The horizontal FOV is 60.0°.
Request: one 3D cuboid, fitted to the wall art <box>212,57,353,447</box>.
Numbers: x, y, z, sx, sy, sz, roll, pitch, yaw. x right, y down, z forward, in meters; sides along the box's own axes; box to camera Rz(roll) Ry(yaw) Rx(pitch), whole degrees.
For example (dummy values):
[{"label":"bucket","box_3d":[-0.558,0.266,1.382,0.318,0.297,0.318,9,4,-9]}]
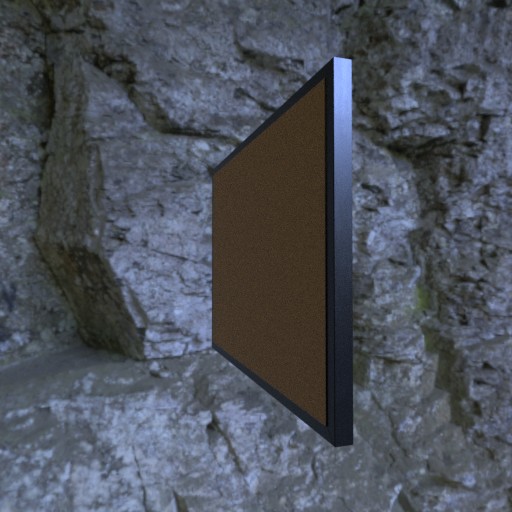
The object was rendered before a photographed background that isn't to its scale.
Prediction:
[{"label":"wall art","box_3d":[0.000,0.000,0.834,0.027,0.458,0.657,0,-1,-18]}]
